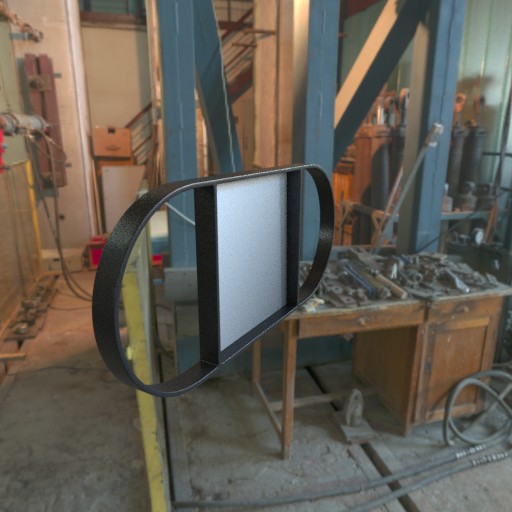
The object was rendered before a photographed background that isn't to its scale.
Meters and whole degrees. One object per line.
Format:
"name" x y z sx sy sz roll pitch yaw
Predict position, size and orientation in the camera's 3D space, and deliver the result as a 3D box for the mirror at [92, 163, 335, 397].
"mirror" 0.000 0.000 0.672 0.032 0.254 0.584 9 18 29
